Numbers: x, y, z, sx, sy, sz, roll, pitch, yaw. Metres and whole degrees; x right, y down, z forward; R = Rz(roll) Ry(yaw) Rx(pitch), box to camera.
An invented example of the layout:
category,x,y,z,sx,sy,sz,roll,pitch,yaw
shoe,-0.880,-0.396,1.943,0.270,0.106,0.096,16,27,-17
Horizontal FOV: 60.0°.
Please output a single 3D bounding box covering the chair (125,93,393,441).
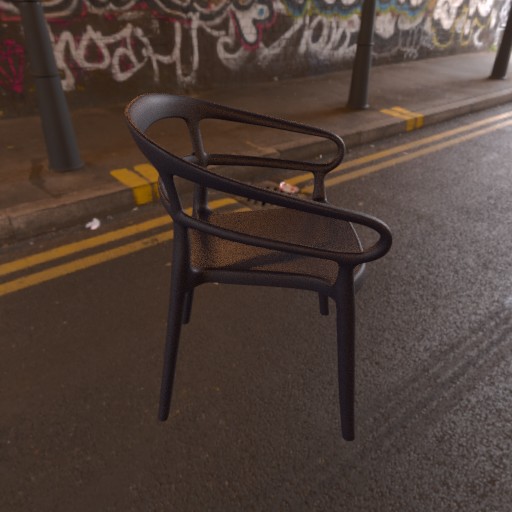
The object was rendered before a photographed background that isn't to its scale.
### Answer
category,x,y,z,sx,sy,sz,roll,pitch,yaw
chair,0.000,0.000,1.127,0.527,0.761,0.559,0,31,1
